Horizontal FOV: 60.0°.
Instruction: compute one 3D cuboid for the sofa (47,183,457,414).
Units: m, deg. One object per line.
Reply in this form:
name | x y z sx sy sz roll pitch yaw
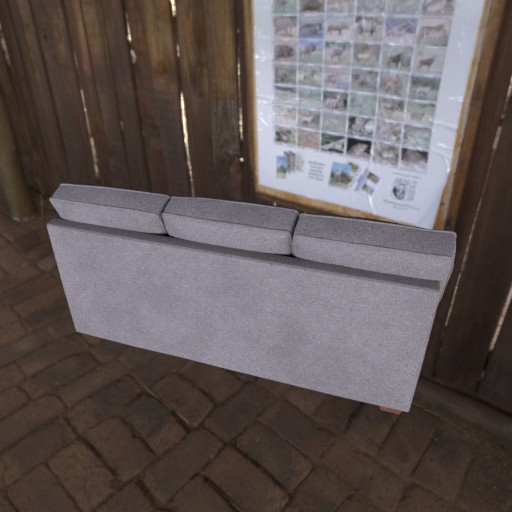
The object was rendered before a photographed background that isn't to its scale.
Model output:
sofa | 0.000 0.000 2.574 1.962 0.973 1.027 10 32 16
